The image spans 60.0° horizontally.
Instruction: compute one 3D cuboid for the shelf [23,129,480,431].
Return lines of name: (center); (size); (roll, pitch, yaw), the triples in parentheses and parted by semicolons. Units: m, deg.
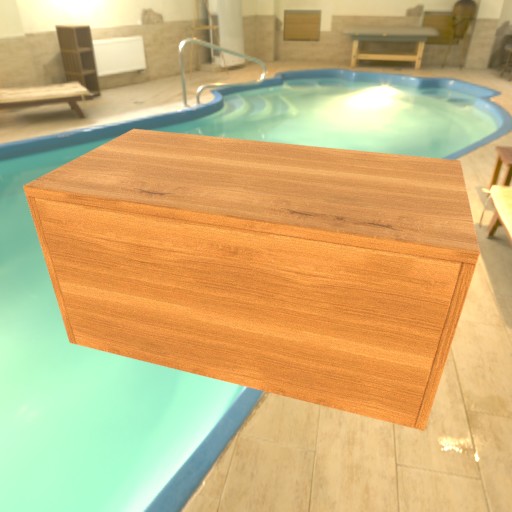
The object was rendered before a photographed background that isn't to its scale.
shelf: (0.000, 0.000, 1.003); (0.800, 0.400, 0.400); (10, 33, 15)
